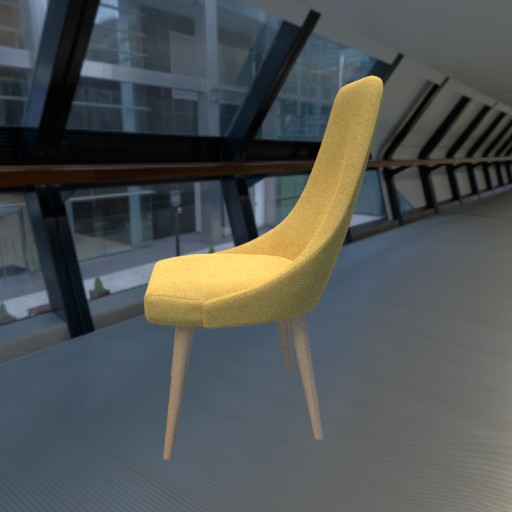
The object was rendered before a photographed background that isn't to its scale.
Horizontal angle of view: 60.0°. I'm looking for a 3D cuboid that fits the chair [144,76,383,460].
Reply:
[{"bbox_3d":[0.000,0.000,1.382,0.660,1.040,0.510,-2,14,-8],"label":"chair"}]
